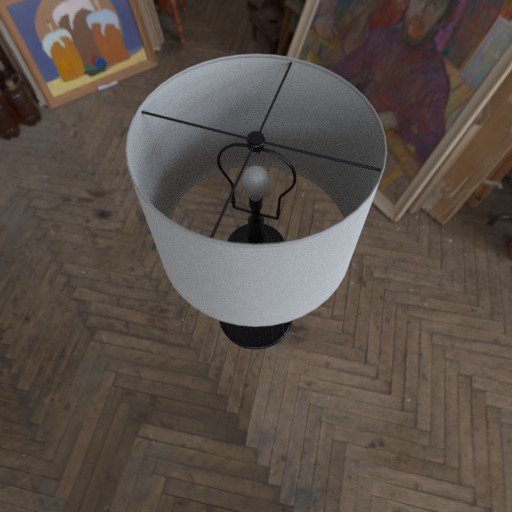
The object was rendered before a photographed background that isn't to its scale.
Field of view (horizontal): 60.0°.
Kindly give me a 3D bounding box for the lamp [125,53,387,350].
[{"bbox_3d":[0.000,0.000,0.806,0.322,0.593,0.322,16,61,9],"label":"lamp"}]
